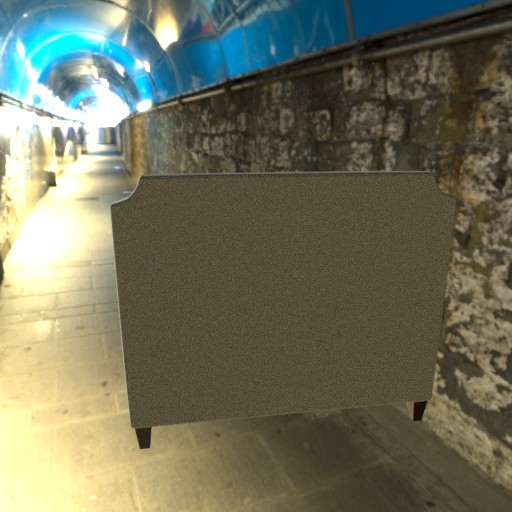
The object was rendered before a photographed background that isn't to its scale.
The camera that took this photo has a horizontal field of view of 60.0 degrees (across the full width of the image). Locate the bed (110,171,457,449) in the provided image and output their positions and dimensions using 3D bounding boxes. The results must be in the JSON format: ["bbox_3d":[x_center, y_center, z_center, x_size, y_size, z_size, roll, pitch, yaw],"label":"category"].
[{"bbox_3d":[0.000,0.000,3.421,1.713,1.457,2.381,-2,16,-8],"label":"bed"}]
